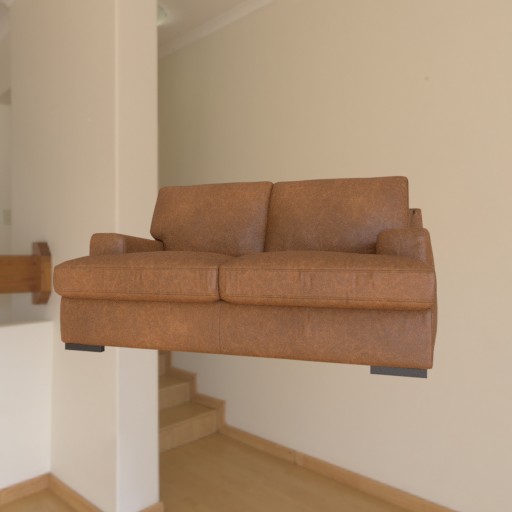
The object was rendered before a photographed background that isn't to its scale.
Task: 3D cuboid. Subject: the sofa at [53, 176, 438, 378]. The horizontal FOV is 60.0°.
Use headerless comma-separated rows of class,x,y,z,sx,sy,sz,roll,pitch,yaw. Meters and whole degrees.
sofa,0.000,0.000,2.504,1.880,0.966,1.144,0,0,18
